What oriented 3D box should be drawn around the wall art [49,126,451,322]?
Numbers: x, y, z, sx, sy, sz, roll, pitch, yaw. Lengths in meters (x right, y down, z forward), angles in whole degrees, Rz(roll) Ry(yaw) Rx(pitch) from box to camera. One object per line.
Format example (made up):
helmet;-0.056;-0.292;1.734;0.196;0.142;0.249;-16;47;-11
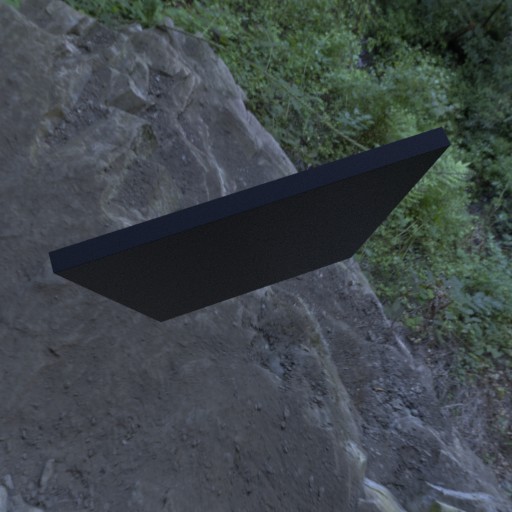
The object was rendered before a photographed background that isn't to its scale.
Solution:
wall art;0.000;0.000;0.698;0.428;0.505;0.023;-18;77;-4
